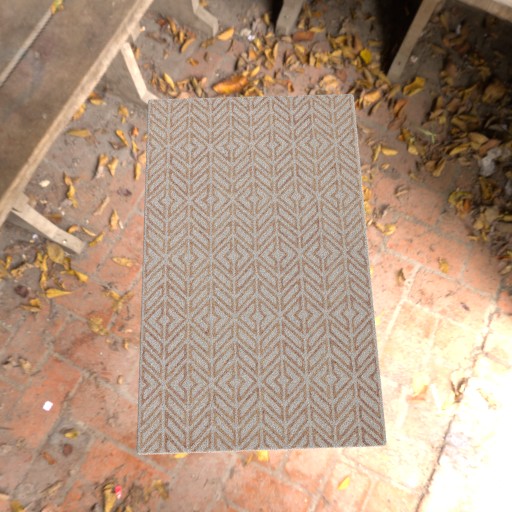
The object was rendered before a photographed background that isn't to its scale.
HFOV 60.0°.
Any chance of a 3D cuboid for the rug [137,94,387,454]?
[{"bbox_3d":[0.000,0.000,2.991,1.523,0.008,2.438,-2,76,0],"label":"rug"}]
